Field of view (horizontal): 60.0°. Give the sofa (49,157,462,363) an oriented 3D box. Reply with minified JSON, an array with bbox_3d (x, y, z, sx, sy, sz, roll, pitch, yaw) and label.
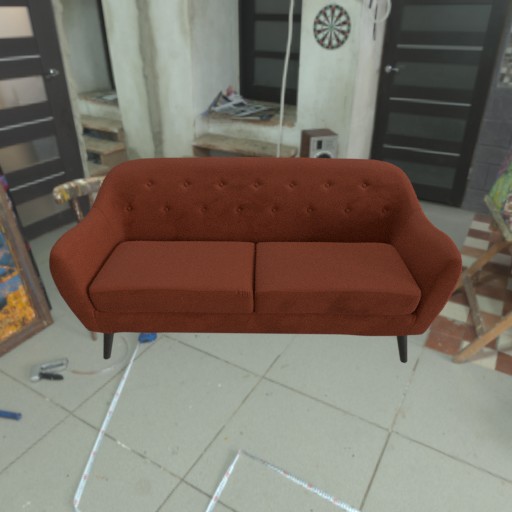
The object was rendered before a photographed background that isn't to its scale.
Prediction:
[{"bbox_3d":[0.000,0.000,2.344,1.840,0.836,0.820,0,29,1],"label":"sofa"}]
